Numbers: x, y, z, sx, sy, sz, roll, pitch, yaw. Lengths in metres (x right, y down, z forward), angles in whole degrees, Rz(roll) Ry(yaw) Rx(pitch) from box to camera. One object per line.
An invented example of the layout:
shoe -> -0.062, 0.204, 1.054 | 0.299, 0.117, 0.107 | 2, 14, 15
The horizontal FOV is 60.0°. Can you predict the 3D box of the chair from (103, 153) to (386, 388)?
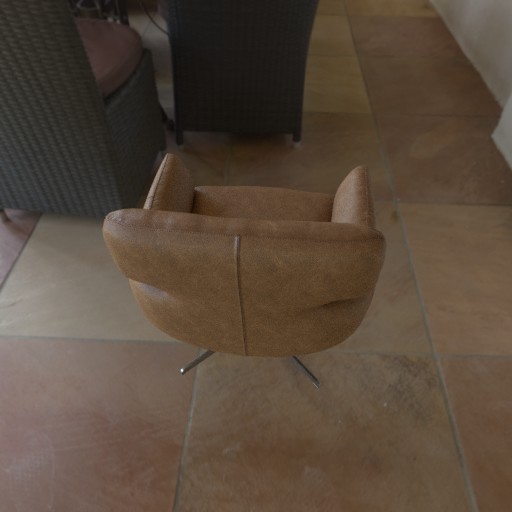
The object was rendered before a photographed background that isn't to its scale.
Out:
chair -> 0.000, 0.000, 1.366 | 0.706, 0.812, 0.715 | 4, 47, 4
